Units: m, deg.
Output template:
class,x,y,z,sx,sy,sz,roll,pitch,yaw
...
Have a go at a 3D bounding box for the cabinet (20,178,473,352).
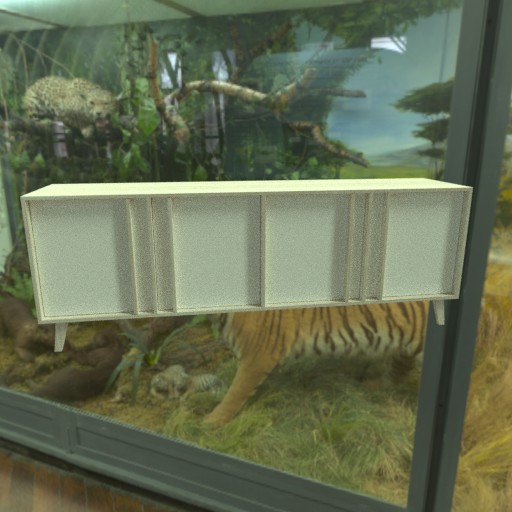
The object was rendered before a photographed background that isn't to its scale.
class,x,y,z,sx,sy,sz,roll,pitch,yaw
cabinet,0.000,0.000,2.477,2.200,0.780,0.500,-2,16,-9
